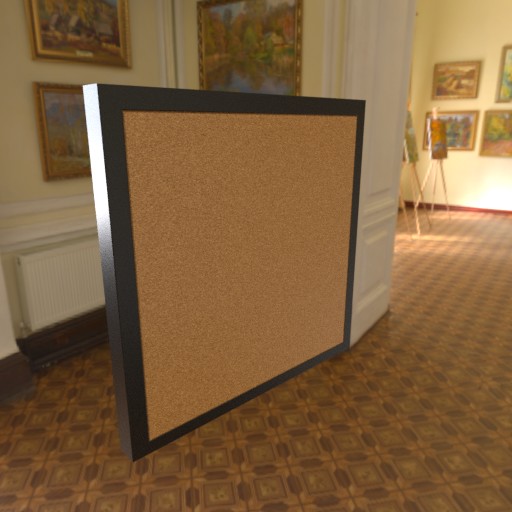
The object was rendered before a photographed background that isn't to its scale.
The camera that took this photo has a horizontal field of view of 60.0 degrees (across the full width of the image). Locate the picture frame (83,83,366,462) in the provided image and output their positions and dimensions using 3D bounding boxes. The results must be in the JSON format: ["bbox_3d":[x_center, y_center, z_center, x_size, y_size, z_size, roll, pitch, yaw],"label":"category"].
[{"bbox_3d":[0.000,0.000,0.515,0.355,0.353,0.029,-14,22,-40],"label":"picture frame"}]
